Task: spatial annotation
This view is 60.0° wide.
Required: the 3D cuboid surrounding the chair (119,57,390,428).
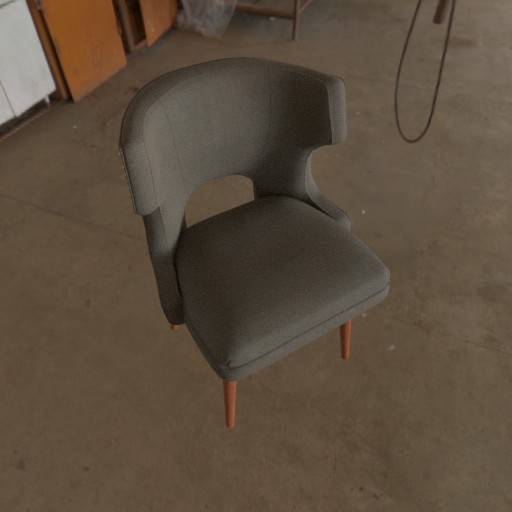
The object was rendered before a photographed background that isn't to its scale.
[{"bbox_3d":[0.000,0.000,1.229,0.595,0.863,0.581,-24,52,-21],"label":"chair"}]
